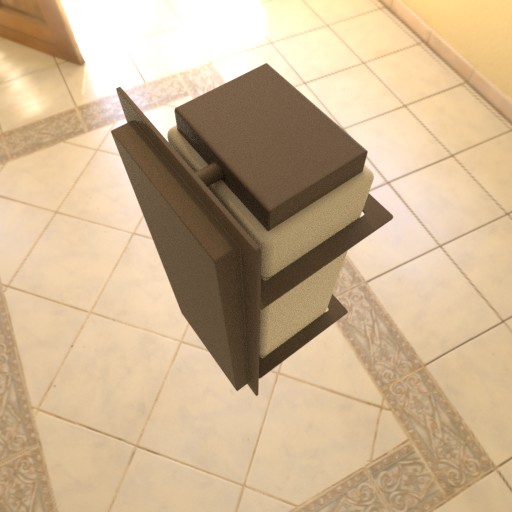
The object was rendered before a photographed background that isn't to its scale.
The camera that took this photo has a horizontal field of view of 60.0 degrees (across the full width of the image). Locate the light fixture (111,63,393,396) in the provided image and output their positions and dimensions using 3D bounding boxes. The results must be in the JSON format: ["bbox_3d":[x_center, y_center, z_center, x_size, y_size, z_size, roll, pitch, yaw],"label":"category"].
[{"bbox_3d":[0.000,0.000,0.423,0.146,0.347,0.153,-33,66,-17],"label":"light fixture"}]
